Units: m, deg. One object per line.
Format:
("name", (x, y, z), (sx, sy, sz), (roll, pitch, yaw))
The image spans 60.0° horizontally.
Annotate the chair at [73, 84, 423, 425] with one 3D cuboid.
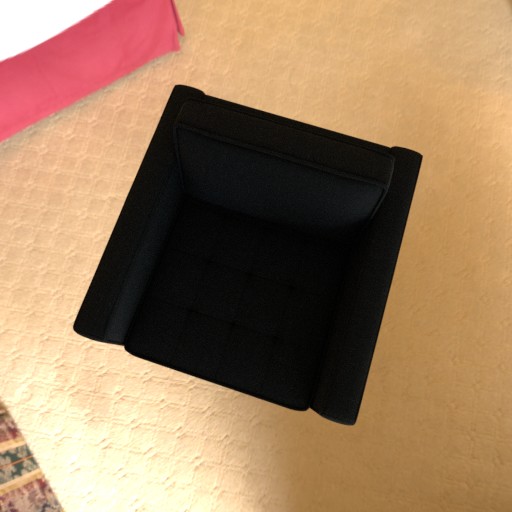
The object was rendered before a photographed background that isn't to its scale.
("chair", (0.000, 0.000, 1.585), (0.899, 0.770, 0.920), (17, 76, 4))
